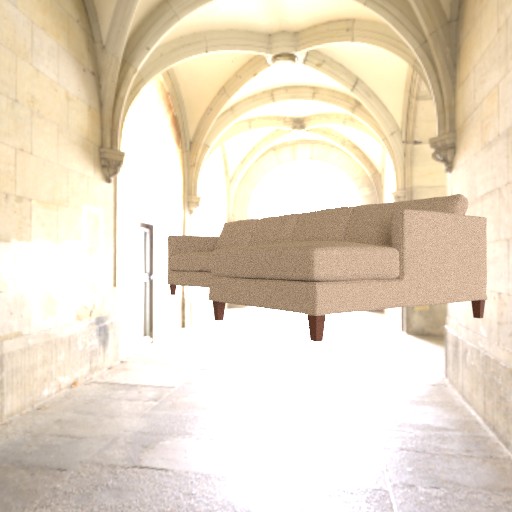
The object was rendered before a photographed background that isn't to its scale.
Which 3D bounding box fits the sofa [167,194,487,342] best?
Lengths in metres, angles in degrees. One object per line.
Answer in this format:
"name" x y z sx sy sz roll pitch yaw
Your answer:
"sofa" 0.000 0.000 3.832 1.625 0.861 3.186 0 -1 -36
